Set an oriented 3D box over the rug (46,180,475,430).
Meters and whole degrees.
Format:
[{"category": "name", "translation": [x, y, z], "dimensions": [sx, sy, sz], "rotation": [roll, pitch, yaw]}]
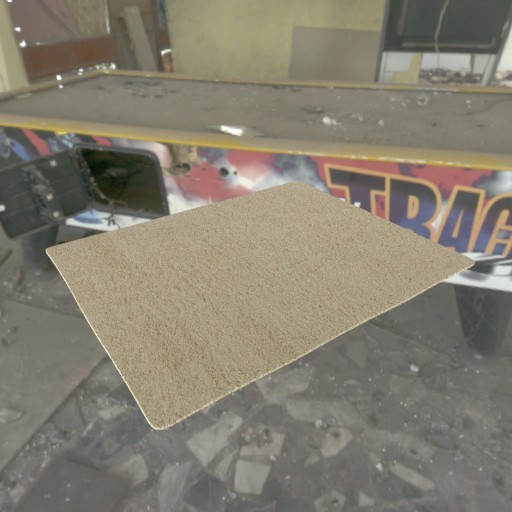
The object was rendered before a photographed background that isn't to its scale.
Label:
[{"category": "rug", "translation": [0.000, 0.000, 3.926], "dimensions": [3.001, 0.025, 2.401], "rotation": [-20, 36, -30]}]
